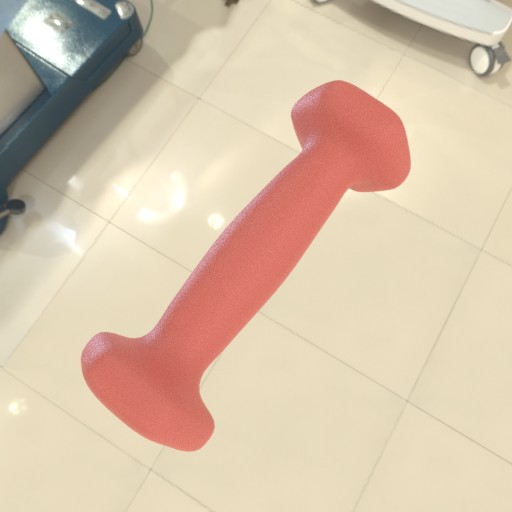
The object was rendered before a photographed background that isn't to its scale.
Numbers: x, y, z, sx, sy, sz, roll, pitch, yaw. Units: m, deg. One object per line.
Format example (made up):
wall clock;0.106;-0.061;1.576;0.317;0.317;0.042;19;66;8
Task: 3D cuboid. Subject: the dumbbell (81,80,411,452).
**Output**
dumbbell;0.000;0.000;0.144;0.047;0.043;0.123;37;78;9
